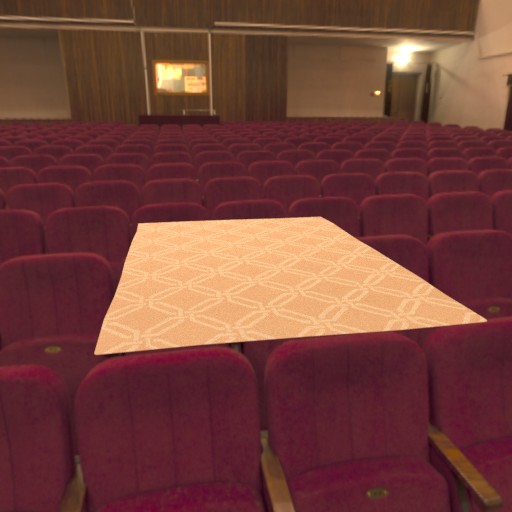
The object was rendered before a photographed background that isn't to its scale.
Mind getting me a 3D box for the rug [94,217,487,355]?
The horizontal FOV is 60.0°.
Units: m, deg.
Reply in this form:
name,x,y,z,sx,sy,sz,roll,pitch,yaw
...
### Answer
name,x,y,z,sx,sy,sz,roll,pitch,yaw
rug,0.000,0.000,2.645,1.524,0.013,2.135,-3,17,-10
